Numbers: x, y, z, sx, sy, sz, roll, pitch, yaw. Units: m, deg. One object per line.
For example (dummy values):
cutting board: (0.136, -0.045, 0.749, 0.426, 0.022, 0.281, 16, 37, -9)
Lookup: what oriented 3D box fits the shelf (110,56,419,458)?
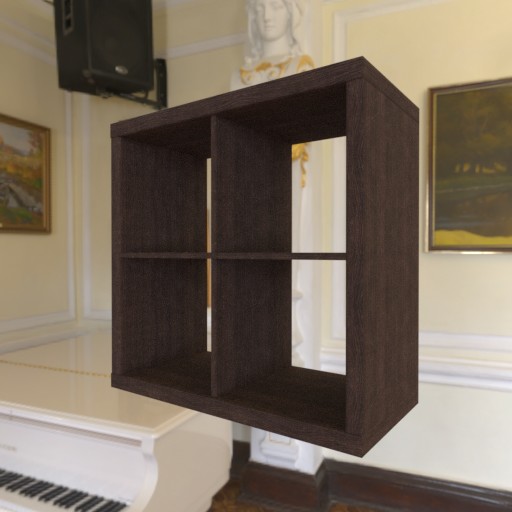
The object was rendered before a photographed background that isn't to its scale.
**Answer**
shelf: (0.000, 0.000, 1.254, 0.790, 0.786, 0.390, 0, 1, 36)
